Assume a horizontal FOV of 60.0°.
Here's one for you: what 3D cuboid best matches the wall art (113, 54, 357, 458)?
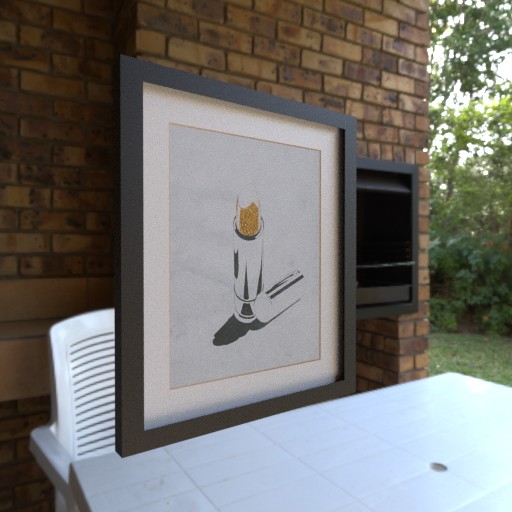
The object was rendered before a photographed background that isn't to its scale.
[{"bbox_3d":[0.000,0.000,0.523,0.330,0.381,0.019,-1,1,-36],"label":"wall art"}]
